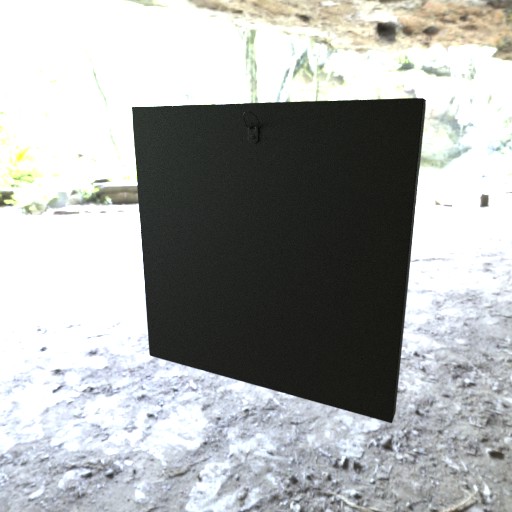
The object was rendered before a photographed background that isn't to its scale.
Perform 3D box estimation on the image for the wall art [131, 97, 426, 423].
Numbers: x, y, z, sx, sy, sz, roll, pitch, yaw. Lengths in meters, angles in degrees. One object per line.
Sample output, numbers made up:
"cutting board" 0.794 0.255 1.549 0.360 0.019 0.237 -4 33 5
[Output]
"wall art" 0.000 0.000 0.534 0.349 0.349 0.038 8 18 26
